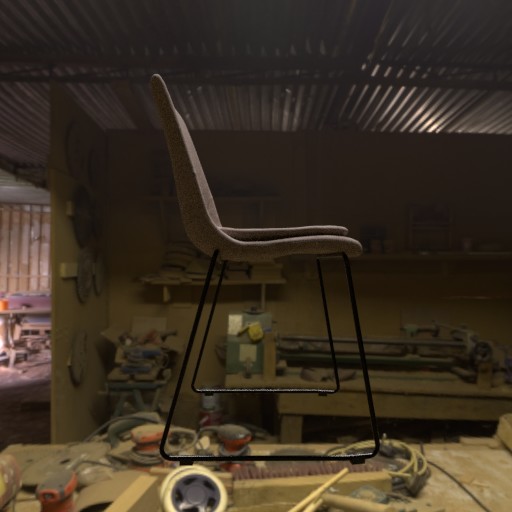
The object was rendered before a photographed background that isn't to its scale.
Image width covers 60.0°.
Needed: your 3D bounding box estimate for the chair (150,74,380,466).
[{"bbox_3d":[0.000,0.000,1.146,0.518,0.858,0.479,0,-1,0],"label":"chair"}]
